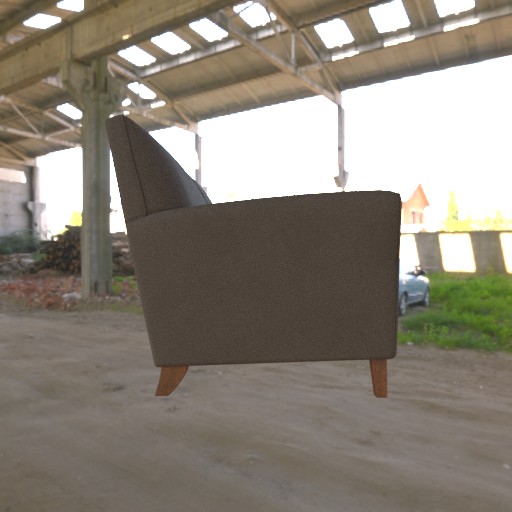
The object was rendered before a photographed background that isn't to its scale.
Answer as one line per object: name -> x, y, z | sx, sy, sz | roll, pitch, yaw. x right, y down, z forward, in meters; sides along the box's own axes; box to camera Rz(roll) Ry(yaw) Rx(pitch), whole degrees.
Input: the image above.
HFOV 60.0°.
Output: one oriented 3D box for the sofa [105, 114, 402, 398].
sofa -> 0.000, 0.000, 1.973 | 0.871, 0.846, 1.420 | 0, 0, 1
